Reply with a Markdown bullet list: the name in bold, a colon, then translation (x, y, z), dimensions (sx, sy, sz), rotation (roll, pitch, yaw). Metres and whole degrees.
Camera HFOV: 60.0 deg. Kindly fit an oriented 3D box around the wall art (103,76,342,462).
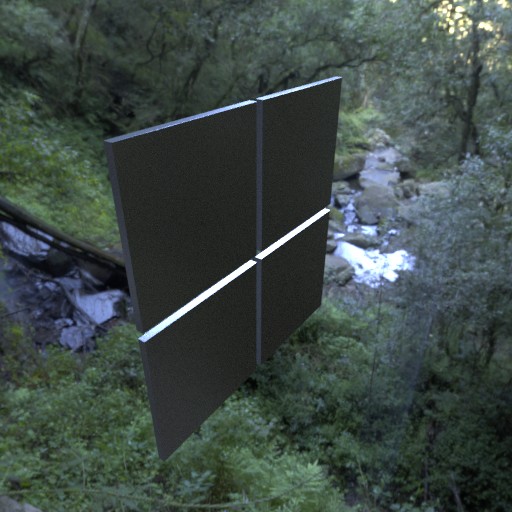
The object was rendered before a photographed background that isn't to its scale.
- **wall art**: translation (0.000, 0.000, 1.654), dimensions (0.029, 1.118, 1.118), rotation (20, 36, 31)
